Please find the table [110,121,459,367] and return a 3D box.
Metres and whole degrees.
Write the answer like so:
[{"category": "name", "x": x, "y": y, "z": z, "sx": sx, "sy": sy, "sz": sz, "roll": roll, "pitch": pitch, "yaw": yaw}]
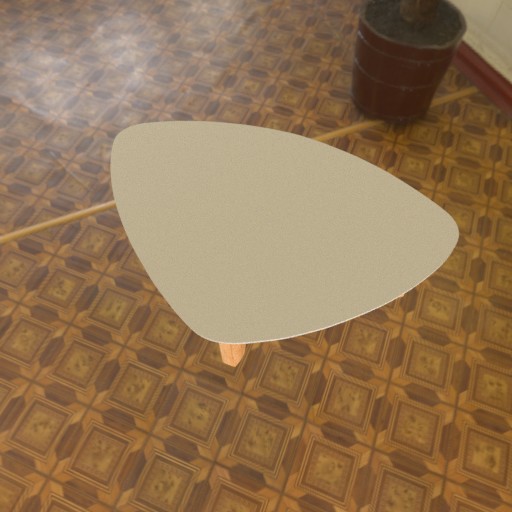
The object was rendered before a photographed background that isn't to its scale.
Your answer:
[{"category": "table", "x": 0.000, "y": 0.000, "z": 1.634, "sx": 1.250, "sy": 0.440, "sz": 0.850, "roll": 18, "pitch": 60, "yaw": 11}]
